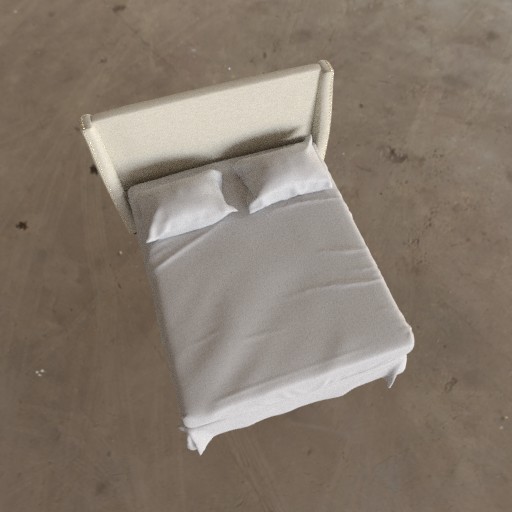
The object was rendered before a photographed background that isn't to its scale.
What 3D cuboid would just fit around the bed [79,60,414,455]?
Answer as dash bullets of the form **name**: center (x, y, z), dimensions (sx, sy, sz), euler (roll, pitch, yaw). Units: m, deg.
- **bed**: center (0.000, 0.000, 3.338), dimensions (1.925, 1.332, 2.276), euler (-16, 64, -8)
